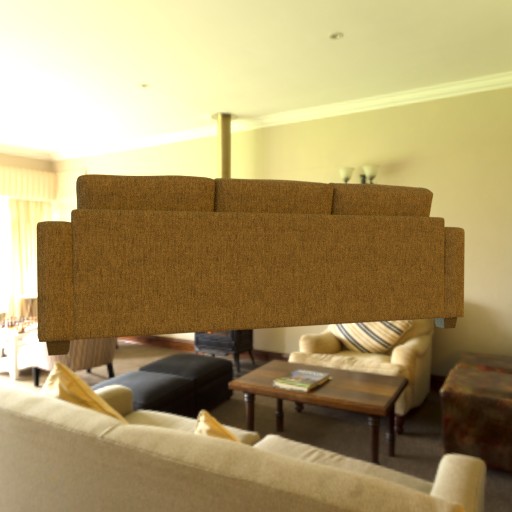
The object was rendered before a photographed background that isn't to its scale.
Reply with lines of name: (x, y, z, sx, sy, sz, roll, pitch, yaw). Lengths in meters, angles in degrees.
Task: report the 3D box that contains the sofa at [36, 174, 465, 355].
sofa: (0.000, 0.000, 2.544, 2.160, 0.800, 0.900, 0, 1, -17)
